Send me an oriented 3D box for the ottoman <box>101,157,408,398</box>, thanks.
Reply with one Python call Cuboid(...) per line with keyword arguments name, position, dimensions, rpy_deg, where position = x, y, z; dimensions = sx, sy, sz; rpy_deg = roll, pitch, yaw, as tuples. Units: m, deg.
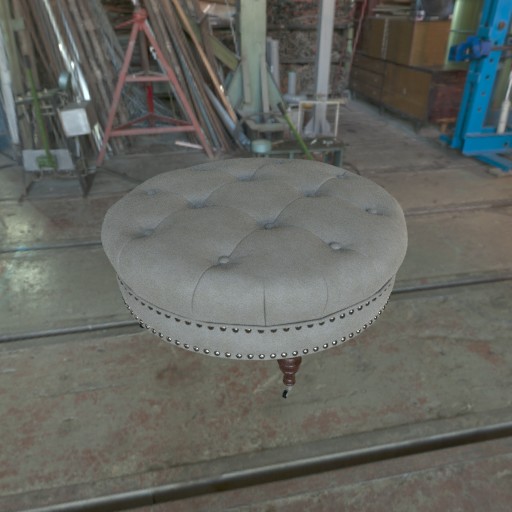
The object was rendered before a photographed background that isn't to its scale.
Cuboid(name="ottoman", position=(0.000, 0.000, 1.411), dimensions=(0.901, 0.439, 0.901), rpy_deg=(0, 30, 0))
